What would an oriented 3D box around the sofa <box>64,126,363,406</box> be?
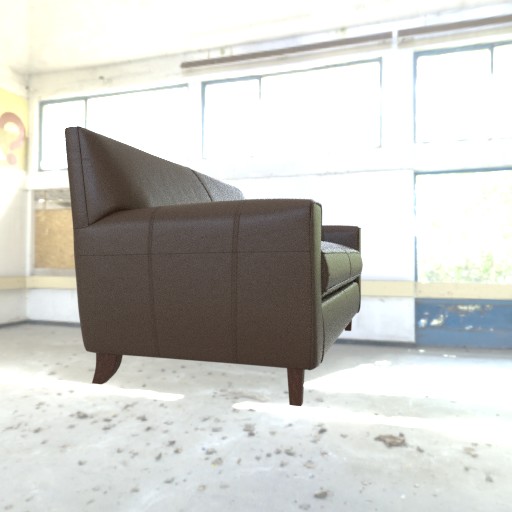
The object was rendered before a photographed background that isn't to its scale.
[{"bbox_3d":[0.000,0.000,2.016,0.853,0.859,1.468,0,0,18],"label":"sofa"}]
